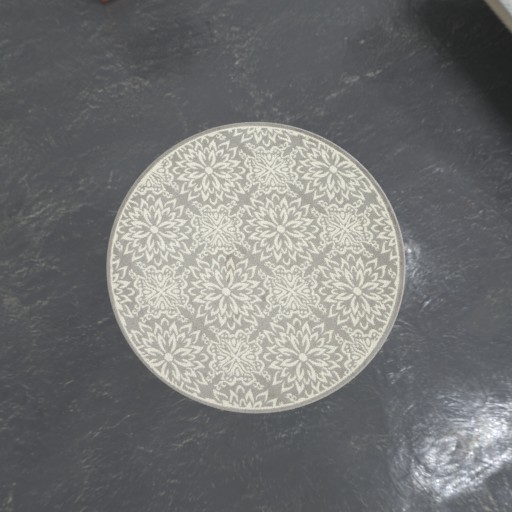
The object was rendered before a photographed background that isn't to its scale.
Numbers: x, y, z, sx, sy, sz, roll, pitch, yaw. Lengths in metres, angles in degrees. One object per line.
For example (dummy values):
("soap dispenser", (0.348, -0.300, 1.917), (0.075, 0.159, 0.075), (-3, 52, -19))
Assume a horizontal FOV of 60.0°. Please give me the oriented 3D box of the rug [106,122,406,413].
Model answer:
("rug", (0.000, 0.000, 2.366), (1.593, 0.012, 1.593), (0, 76, 0))
